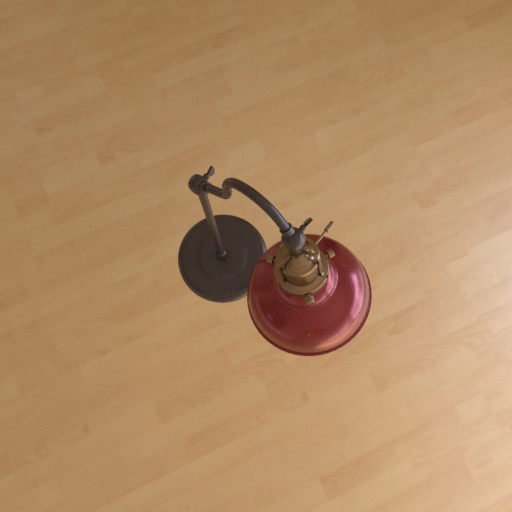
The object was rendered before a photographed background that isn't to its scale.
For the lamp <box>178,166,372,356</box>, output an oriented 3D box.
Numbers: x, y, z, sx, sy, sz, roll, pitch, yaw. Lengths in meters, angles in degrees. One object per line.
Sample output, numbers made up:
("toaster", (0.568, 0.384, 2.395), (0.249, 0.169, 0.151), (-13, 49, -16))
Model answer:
("lamp", (0.000, 0.000, 0.688), (0.374, 0.508, 0.192), (39, 79, 9))
